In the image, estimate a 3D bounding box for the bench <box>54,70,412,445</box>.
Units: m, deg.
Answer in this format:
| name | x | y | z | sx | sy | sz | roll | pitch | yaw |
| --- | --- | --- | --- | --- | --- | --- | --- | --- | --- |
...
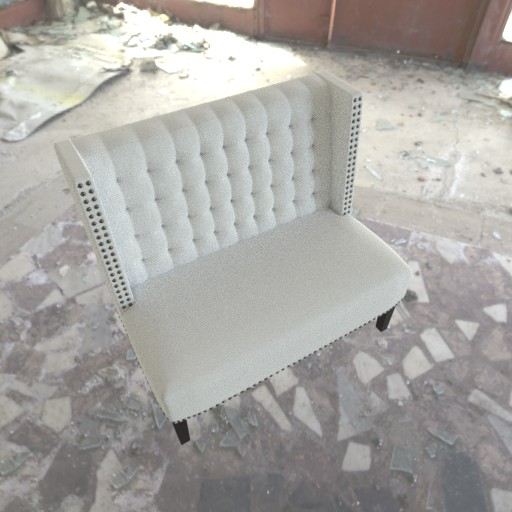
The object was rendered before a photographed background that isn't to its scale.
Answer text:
| name | x | y | z | sx | sy | sz | roll | pitch | yaw |
| --- | --- | --- | --- | --- | --- | --- | --- | --- | --- |
| bench | 0.000 | 0.000 | 2.009 | 1.280 | 1.123 | 0.847 | -23 | 50 | -21 |
